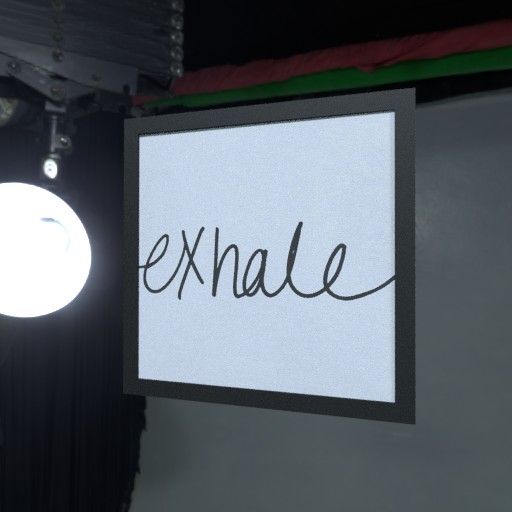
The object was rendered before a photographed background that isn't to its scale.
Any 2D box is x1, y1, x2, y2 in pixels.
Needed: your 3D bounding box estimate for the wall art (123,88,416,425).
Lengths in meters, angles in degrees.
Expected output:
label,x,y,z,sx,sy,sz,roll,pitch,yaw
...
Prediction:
label,x,y,z,sx,sy,sz,roll,pitch,yaw
wall art,0.000,0.000,0.528,0.358,0.357,0.012,0,0,18
